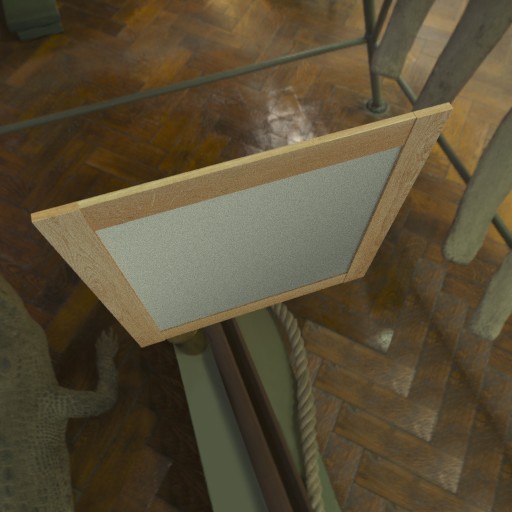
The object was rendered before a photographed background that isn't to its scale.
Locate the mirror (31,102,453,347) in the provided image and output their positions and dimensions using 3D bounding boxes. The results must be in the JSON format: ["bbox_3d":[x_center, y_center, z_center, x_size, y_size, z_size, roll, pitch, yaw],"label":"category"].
[{"bbox_3d":[0.000,0.000,1.162,0.800,0.800,0.020,-17,65,-8],"label":"mirror"}]
